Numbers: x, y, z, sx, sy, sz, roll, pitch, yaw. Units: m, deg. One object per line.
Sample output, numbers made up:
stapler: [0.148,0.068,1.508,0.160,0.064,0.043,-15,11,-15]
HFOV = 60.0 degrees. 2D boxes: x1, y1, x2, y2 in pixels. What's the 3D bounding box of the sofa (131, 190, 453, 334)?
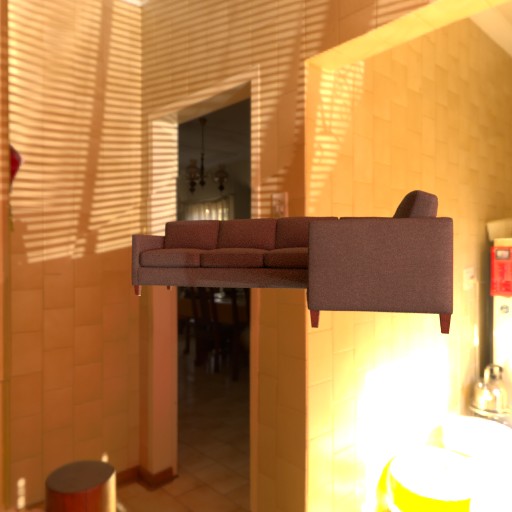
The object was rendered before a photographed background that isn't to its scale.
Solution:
sofa: [0.000,0.000,4.410,3.302,0.947,2.593,0,1,16]
